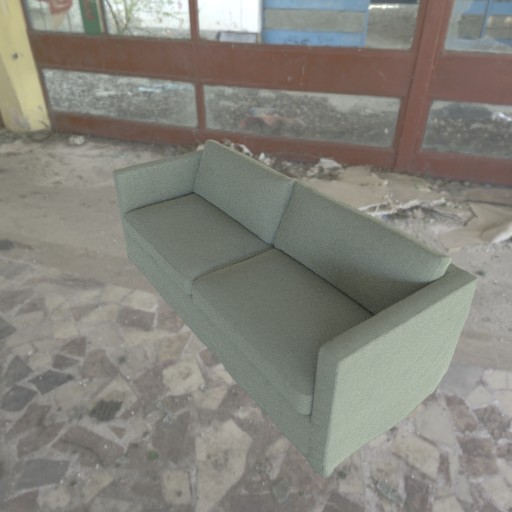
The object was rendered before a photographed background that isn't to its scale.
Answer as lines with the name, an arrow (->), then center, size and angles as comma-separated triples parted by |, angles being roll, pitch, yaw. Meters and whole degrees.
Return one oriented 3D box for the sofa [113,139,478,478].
sofa -> 0.000, 0.000, 2.767 | 0.962, 0.853, 2.312 | -22, 39, -29
